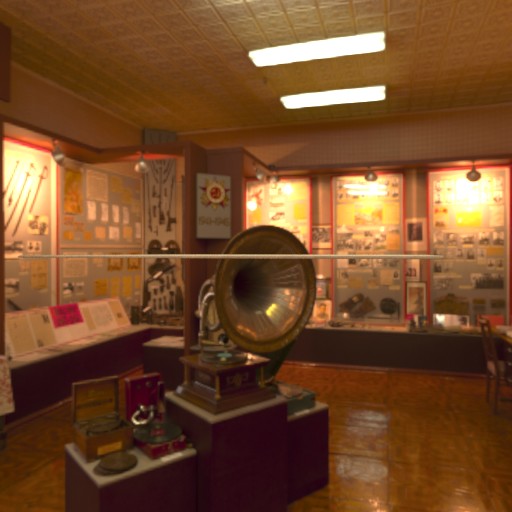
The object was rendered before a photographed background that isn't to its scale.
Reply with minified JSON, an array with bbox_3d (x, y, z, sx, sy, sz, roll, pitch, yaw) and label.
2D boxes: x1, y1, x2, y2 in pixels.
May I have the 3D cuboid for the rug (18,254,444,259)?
[{"bbox_3d":[0.000,0.000,3.996,2.976,0.018,2.430,0,0,18],"label":"rug"}]
